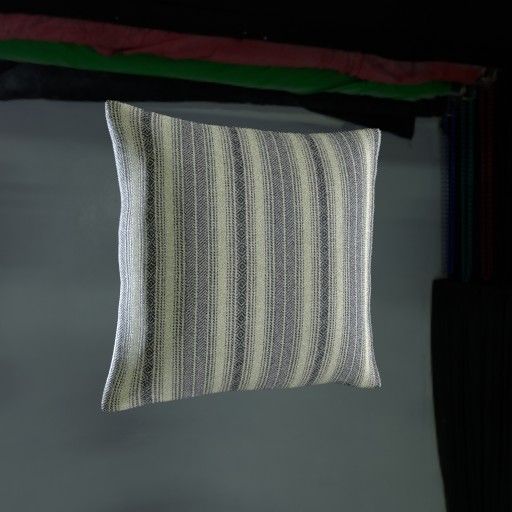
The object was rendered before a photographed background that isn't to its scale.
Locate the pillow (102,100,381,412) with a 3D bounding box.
[{"bbox_3d":[0.000,0.000,0.796,0.520,0.508,0.166,0,-1,-17],"label":"pillow"}]
